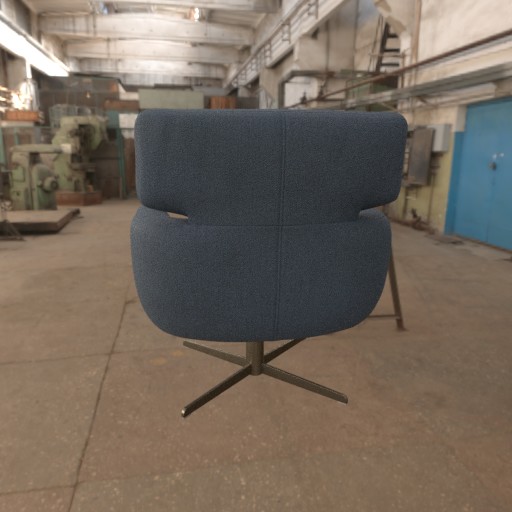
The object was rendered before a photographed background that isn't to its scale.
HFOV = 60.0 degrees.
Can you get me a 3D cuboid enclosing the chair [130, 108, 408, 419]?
[{"bbox_3d":[0.000,0.000,1.374,0.738,0.813,0.761,-2,14,-8],"label":"chair"}]
